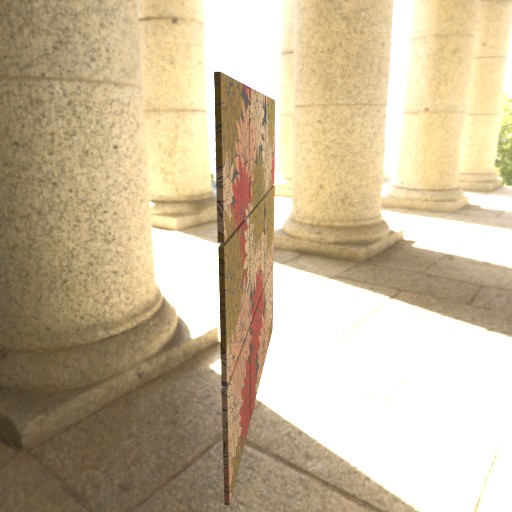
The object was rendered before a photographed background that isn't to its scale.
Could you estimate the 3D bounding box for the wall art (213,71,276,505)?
[{"bbox_3d":[0.000,0.000,1.304,0.013,0.913,0.904,2,17,8],"label":"wall art"}]
